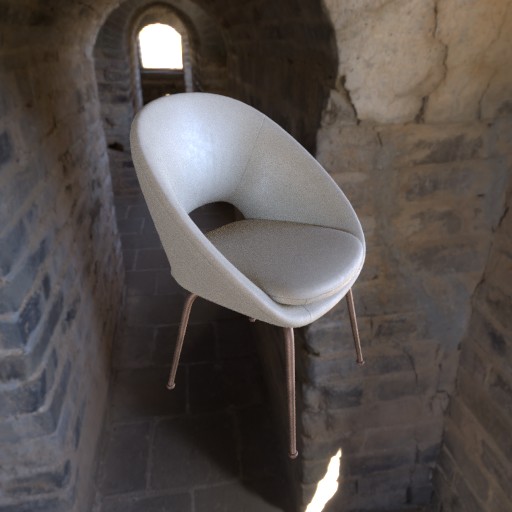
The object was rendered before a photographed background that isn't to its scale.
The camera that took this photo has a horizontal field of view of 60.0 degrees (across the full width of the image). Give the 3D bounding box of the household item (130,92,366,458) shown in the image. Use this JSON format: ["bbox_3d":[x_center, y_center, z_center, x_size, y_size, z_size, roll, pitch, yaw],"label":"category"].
[{"bbox_3d":[0.000,0.000,1.279,0.573,0.852,0.623,17,31,31],"label":"household item"}]
